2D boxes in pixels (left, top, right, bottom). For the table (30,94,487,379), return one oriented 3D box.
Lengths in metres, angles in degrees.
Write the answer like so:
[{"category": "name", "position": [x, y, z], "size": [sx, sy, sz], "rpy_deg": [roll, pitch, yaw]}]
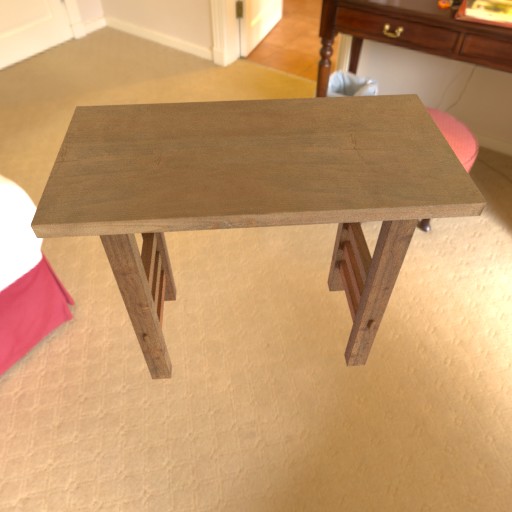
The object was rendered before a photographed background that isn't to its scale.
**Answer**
[{"category": "table", "position": [0.000, 0.000, 1.605], "size": [1.119, 0.914, 0.556], "rpy_deg": [-3, 48, -3]}]
